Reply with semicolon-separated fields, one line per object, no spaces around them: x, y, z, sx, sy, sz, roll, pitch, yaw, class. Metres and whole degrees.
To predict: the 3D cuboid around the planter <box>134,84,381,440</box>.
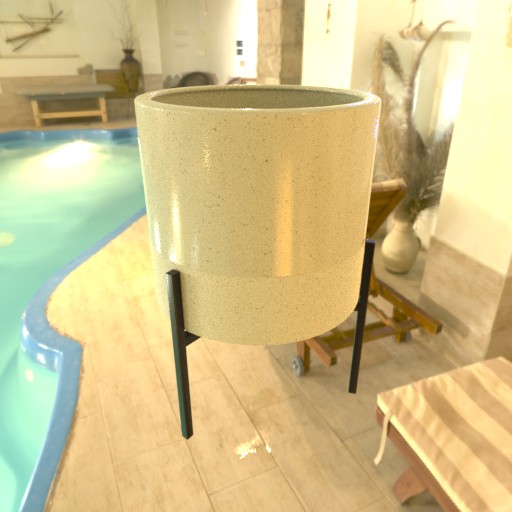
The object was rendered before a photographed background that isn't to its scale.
0.000;0.000;0.333;0.152;0.230;0.159;-9;27;-17;planter
